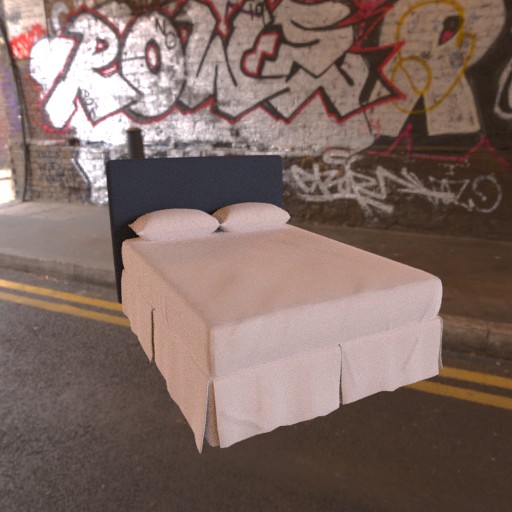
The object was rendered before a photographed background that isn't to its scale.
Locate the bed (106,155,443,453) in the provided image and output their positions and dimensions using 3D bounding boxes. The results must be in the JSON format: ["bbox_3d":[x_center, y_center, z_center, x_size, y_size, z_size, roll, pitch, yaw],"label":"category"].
[{"bbox_3d":[0.000,0.000,3.266,1.713,1.330,2.162,-8,18,-27],"label":"bed"}]
